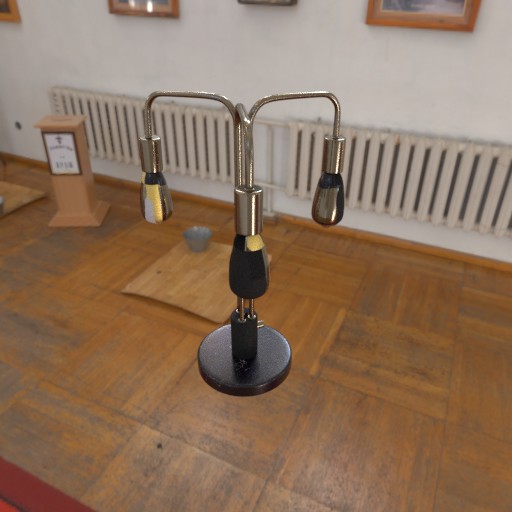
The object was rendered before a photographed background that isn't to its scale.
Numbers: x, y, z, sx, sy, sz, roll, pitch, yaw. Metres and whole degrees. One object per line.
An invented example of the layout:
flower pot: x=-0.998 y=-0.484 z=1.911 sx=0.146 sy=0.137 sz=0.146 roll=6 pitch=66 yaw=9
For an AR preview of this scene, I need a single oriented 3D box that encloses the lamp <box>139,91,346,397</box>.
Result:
lamp: x=0.000 y=0.000 z=0.822 sx=0.368 sy=0.560 sz=0.355 roll=-10 pitch=32 yaw=-17
